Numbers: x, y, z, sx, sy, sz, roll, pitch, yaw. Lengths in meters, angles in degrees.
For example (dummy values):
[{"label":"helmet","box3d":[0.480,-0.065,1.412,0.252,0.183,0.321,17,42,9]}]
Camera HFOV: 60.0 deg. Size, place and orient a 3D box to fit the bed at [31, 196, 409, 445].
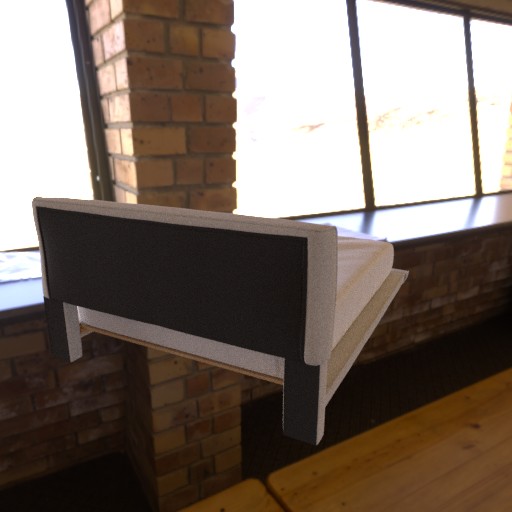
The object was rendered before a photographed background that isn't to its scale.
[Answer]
[{"label":"bed","box3d":[0.000,0.000,3.499,1.980,1.126,2.498,8,18,27]}]
